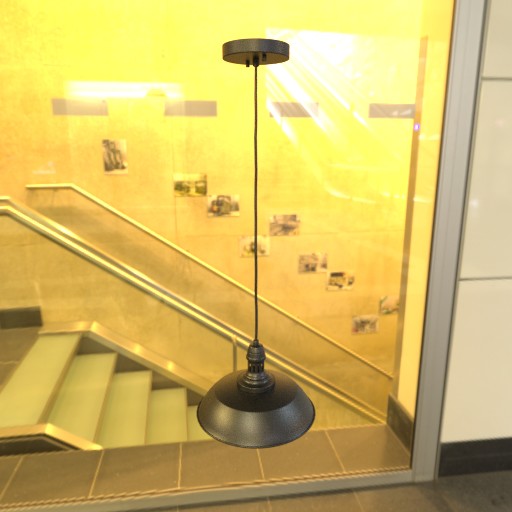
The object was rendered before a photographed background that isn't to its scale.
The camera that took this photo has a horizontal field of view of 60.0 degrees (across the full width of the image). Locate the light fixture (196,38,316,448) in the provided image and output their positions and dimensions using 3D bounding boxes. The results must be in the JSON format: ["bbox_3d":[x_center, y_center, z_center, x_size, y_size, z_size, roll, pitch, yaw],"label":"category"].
[{"bbox_3d":[0.000,0.000,1.137,0.331,0.993,0.331,-7,15,-26],"label":"light fixture"}]
